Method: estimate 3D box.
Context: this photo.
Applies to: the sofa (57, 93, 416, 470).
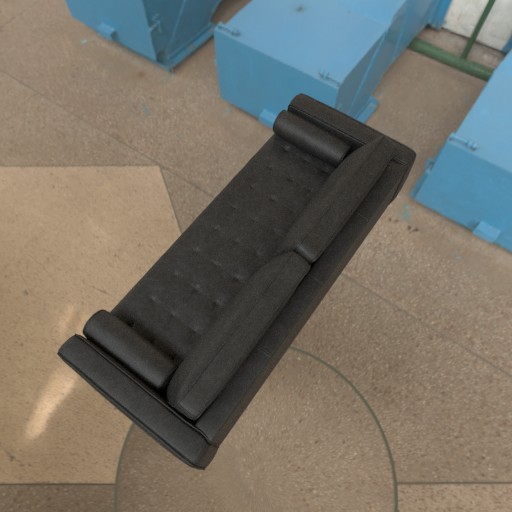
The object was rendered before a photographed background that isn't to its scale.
[{"bbox_3d":[0.000,0.000,2.617,0.914,0.762,2.210,33,68,15],"label":"sofa"}]
